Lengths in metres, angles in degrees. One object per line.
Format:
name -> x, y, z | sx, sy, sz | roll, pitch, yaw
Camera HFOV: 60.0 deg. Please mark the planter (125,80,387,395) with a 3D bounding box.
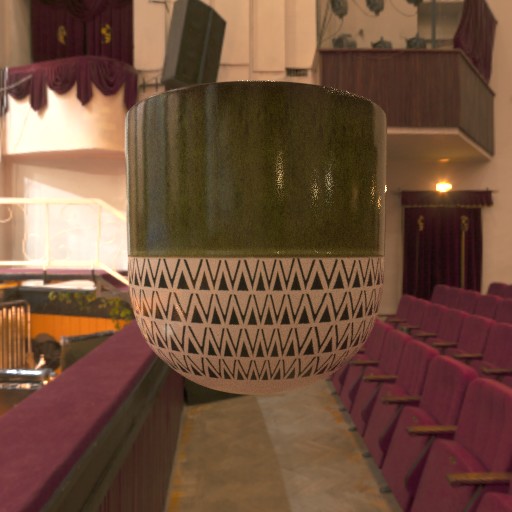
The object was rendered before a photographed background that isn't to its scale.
planter -> 0.000, 0.000, 0.470 | 0.266, 0.270, 0.266 | 0, 0, 0
